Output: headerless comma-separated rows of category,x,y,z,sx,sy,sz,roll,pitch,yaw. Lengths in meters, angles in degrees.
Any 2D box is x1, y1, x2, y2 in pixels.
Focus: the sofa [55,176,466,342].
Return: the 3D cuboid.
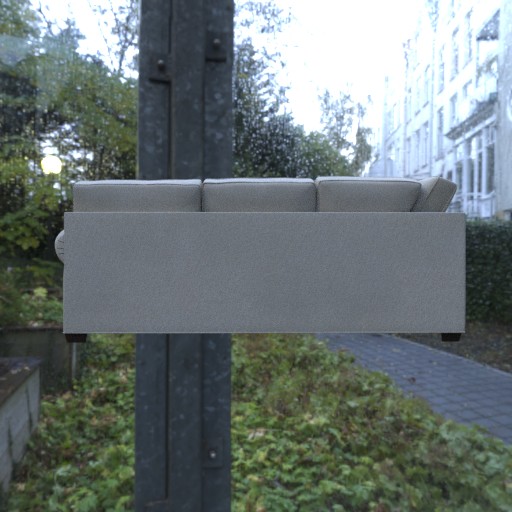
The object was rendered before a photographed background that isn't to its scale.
sofa,0.000,0.000,3.948,2.569,1.054,2.487,0,0,-1
